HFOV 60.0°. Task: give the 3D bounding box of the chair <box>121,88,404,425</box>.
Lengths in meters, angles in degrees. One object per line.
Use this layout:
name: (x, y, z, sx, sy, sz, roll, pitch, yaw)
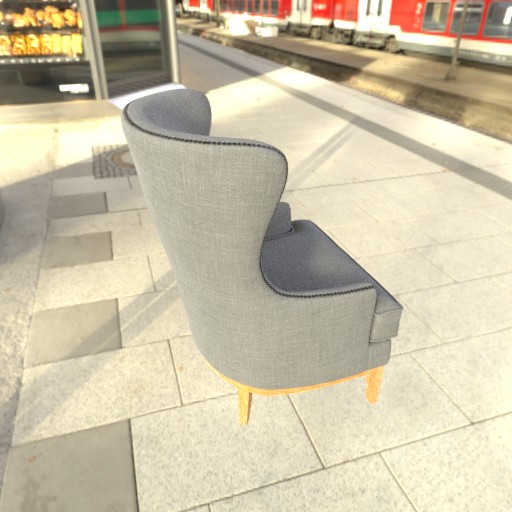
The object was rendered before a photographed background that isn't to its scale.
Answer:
chair: (0.000, 0.000, 1.783, 0.883, 1.176, 0.864, -10, 32, -17)
